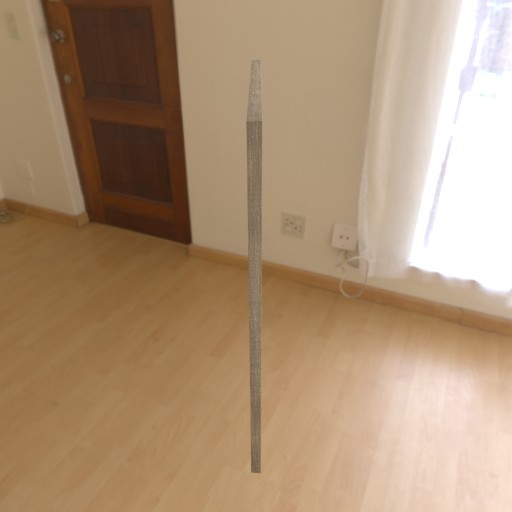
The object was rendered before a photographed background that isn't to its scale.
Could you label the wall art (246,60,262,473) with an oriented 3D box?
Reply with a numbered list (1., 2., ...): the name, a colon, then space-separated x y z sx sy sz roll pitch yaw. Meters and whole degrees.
1. wall art: 0.000 0.000 1.376 0.035 1.022 0.781 0 31 0
